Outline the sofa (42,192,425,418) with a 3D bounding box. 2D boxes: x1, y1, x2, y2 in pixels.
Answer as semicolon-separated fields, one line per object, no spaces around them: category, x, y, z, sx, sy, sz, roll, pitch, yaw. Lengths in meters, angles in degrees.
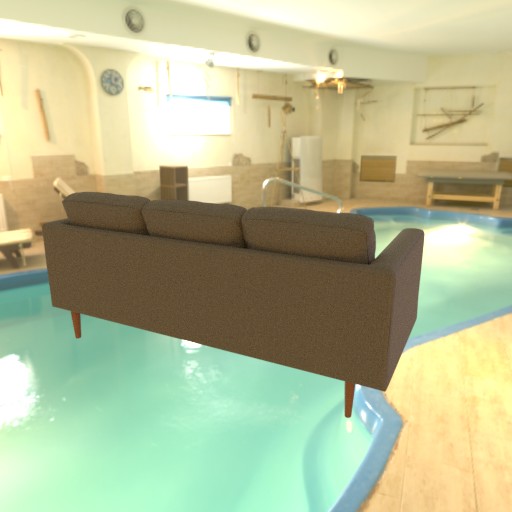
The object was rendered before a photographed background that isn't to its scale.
sofa;0.000;0.000;2.882;2.031;0.897;1.591;8;18;26
